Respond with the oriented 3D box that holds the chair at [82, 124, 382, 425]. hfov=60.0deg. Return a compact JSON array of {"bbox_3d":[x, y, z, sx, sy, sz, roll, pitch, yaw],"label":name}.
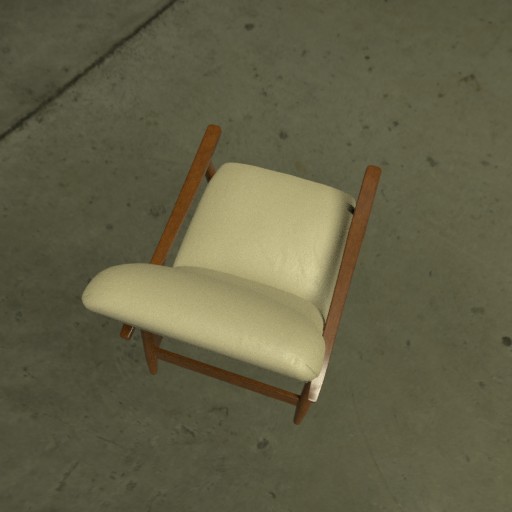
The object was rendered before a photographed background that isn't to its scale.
[{"bbox_3d":[0.000,0.000,1.744,0.762,1.082,1.014,17,65,8],"label":"chair"}]
